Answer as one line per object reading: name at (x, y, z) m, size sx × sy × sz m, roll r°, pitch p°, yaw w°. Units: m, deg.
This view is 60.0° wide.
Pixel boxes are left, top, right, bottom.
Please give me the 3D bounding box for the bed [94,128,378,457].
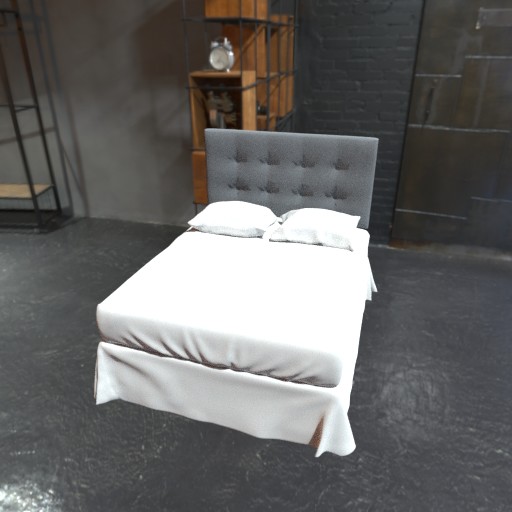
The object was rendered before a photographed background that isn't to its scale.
bed at (0.000, 0.000, 3.532) m, size 1.936 × 1.577 × 2.222 m, roll 8°, pitch 27°, yaw 15°
